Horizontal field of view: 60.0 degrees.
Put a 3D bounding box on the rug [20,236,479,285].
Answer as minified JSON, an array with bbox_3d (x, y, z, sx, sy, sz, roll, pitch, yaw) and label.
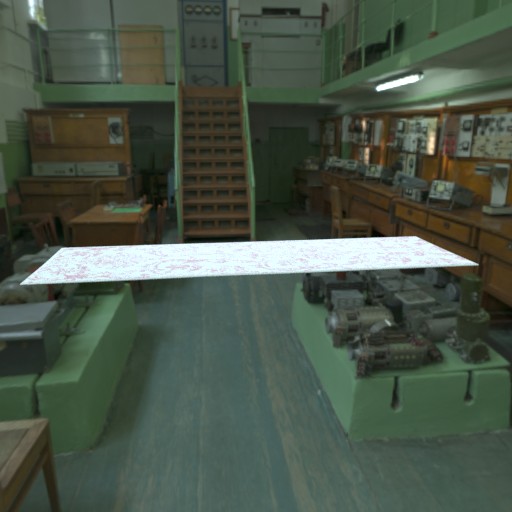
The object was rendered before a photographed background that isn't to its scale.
[{"bbox_3d":[0.000,0.000,2.418,2.196,0.011,0.662,-2,15,-8],"label":"rug"}]
